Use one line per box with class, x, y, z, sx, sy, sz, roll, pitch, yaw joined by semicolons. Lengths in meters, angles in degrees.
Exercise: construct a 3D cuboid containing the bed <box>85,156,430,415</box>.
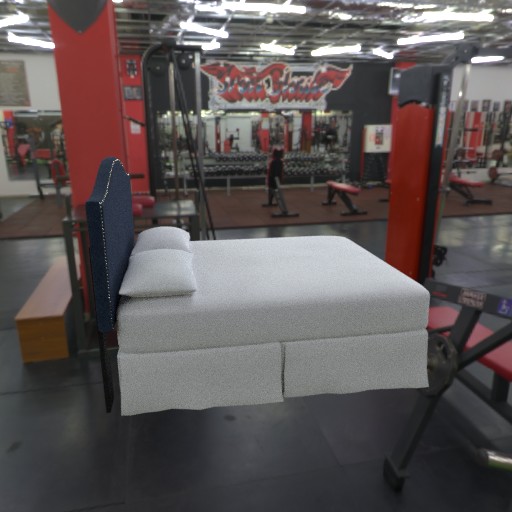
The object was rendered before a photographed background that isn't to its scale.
bed;0.000;0.000;3.427;2.153;1.518;1.725;-3;16;-10
